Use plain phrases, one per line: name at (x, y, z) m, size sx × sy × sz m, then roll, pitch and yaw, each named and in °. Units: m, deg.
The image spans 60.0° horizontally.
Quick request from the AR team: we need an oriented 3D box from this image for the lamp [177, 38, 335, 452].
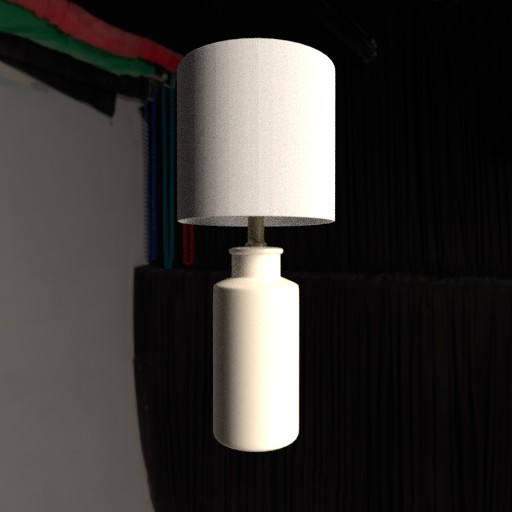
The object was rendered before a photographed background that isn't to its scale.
lamp at (0.000, 0.000, 0.607) m, size 0.212 × 0.493 × 0.212 m, roll 0°, pitch 1°, yaw 35°
